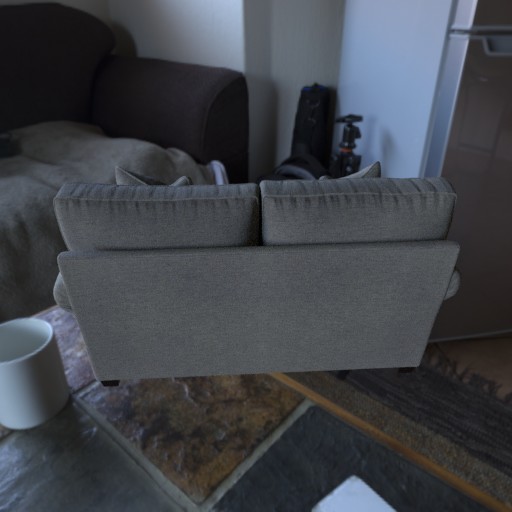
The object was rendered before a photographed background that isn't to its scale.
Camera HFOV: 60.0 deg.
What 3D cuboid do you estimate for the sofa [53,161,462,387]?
[{"bbox_3d":[0.000,0.000,2.217,1.701,0.966,0.966,-2,30,-3],"label":"sofa"}]
